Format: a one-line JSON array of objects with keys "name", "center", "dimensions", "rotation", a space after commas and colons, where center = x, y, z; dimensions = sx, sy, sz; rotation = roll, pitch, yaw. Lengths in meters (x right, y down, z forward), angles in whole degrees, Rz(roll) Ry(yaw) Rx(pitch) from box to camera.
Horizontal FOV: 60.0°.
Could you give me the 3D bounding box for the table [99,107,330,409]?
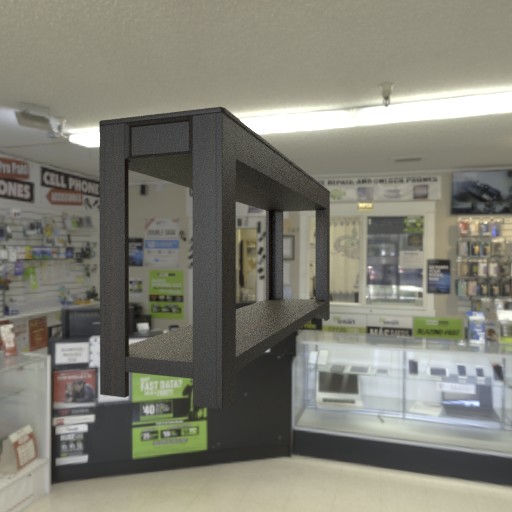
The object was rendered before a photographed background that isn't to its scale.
[{"name": "table", "center": [0.000, 0.000, 1.944], "dimensions": [0.384, 0.762, 1.631], "rotation": [0, 0, 19]}]
